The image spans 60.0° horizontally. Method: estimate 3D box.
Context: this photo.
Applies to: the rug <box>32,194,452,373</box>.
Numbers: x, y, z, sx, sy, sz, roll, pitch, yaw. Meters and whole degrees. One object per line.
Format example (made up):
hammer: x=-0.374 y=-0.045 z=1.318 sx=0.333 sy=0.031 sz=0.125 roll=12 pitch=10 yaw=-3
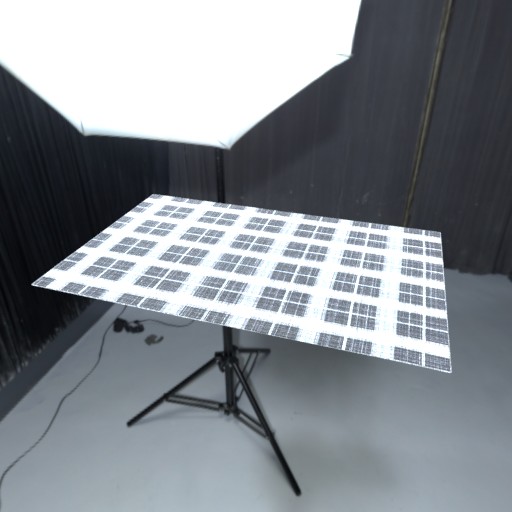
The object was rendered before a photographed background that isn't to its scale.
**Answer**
rug: x=0.000 y=0.000 z=3.035 sx=2.434 sy=0.015 sz=1.520 roll=9 pitch=32 yaw=15
